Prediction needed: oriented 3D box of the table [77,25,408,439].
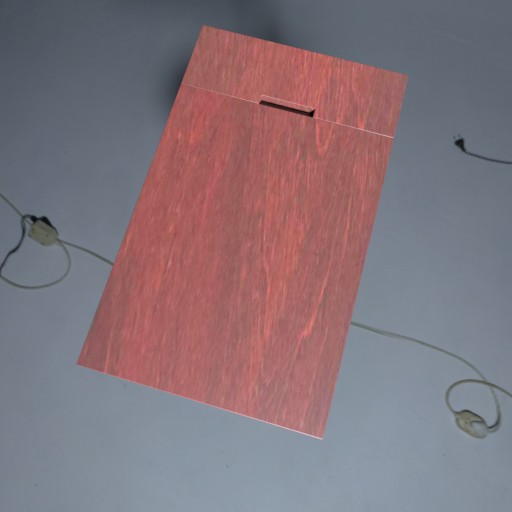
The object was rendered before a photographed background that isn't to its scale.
[{"bbox_3d":[0.000,0.000,0.972,0.356,0.612,0.584,16,77,4],"label":"table"}]
